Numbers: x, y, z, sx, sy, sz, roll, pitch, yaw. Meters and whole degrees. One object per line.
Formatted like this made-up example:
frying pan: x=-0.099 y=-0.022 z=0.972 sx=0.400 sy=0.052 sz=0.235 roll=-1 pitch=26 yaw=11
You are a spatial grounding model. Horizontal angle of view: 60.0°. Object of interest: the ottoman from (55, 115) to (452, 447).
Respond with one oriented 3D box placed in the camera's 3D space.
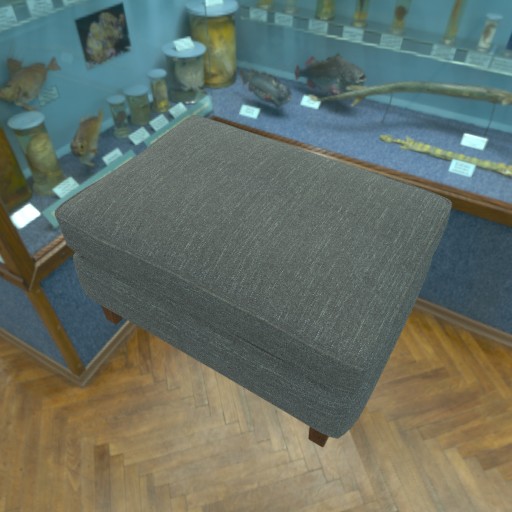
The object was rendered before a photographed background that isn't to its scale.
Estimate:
ottoman: x=0.000 y=0.000 z=0.990 sx=0.686 sy=0.406 sz=0.508 roll=24 pitch=51 yaw=22
